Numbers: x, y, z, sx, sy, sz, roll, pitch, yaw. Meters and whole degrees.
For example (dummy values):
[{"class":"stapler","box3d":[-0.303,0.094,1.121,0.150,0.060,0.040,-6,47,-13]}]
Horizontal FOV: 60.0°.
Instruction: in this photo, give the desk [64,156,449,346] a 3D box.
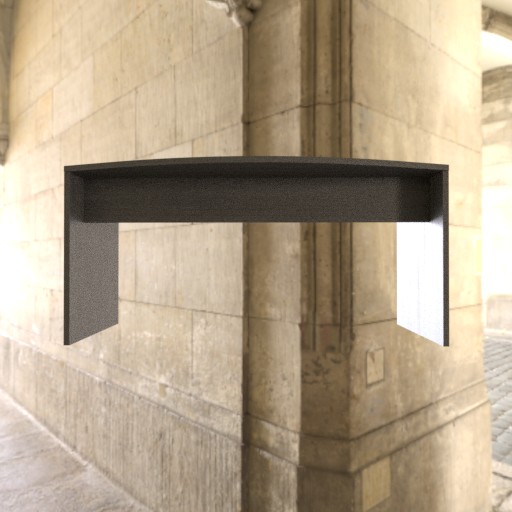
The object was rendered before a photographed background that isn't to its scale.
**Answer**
[{"class":"desk","box3d":[0.000,0.000,2.072,1.600,0.750,0.802,0,0,1]}]
